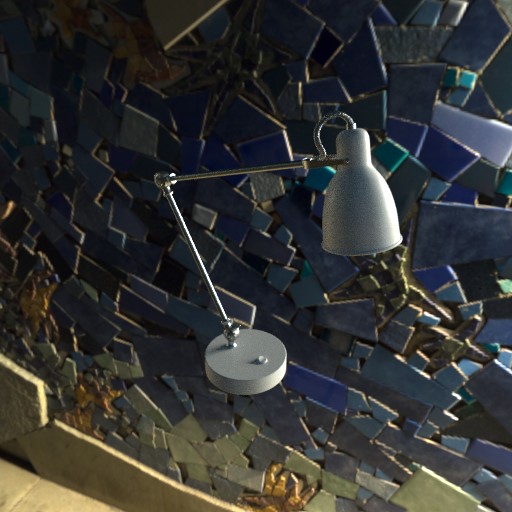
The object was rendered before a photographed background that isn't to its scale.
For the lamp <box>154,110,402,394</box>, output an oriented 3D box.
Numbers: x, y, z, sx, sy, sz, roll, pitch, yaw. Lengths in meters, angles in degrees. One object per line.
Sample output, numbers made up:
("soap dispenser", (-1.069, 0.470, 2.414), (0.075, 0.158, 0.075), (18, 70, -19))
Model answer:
("lamp", (0.000, 0.000, 0.888), (0.561, 0.587, 0.187), (18, 31, 33))
